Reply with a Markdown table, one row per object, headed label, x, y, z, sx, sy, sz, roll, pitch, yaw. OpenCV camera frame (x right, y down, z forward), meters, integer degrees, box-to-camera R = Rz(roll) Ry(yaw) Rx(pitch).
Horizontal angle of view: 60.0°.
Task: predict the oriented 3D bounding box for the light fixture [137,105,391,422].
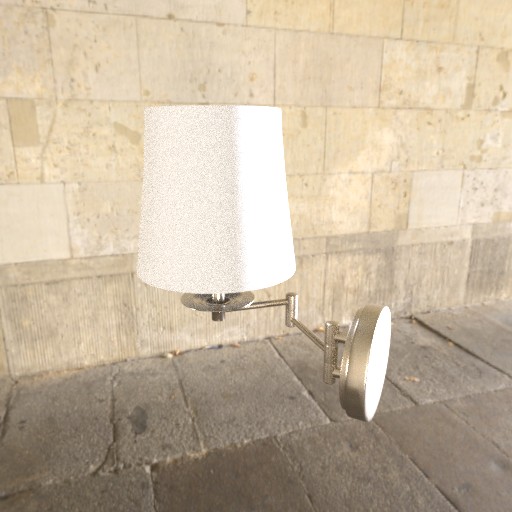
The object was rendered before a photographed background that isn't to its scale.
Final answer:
| label | x | y | z | sx | sy | sz | roll | pitch | yaw |
| --- | --- | --- | --- | --- | --- | --- | --- | --- | --- |
| light fixture | 0.000 | 0.000 | 0.601 | 0.348 | 0.381 | 0.223 | 8 | 17 | 26 |
